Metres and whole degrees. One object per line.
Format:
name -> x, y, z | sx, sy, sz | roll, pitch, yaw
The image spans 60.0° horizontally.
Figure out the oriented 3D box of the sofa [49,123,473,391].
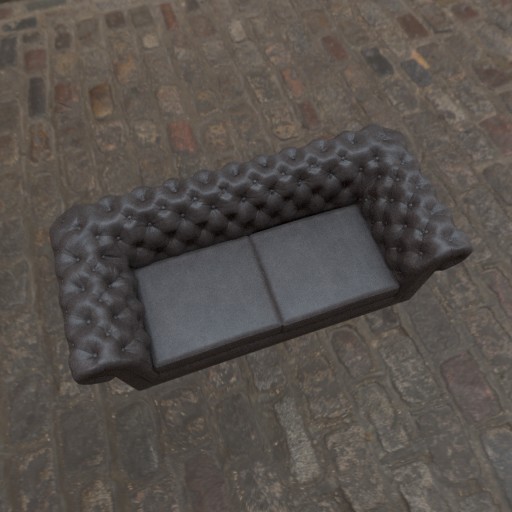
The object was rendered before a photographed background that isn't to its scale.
sofa -> 0.000, 0.000, 2.549 | 2.048, 0.779, 0.944 | -17, 65, -8
